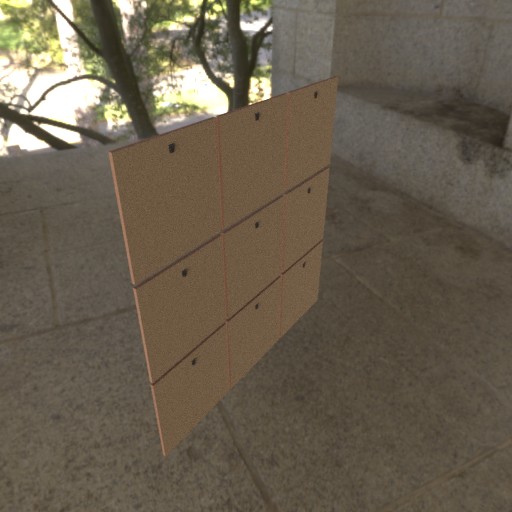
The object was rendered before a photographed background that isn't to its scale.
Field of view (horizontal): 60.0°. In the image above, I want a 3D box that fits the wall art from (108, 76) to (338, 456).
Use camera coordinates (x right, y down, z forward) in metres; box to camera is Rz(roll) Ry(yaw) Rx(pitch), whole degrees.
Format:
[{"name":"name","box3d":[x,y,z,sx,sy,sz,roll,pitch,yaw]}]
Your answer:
[{"name":"wall art","box3d":[0.000,0.000,1.825,0.019,1.218,1.221,21,38,29]}]
